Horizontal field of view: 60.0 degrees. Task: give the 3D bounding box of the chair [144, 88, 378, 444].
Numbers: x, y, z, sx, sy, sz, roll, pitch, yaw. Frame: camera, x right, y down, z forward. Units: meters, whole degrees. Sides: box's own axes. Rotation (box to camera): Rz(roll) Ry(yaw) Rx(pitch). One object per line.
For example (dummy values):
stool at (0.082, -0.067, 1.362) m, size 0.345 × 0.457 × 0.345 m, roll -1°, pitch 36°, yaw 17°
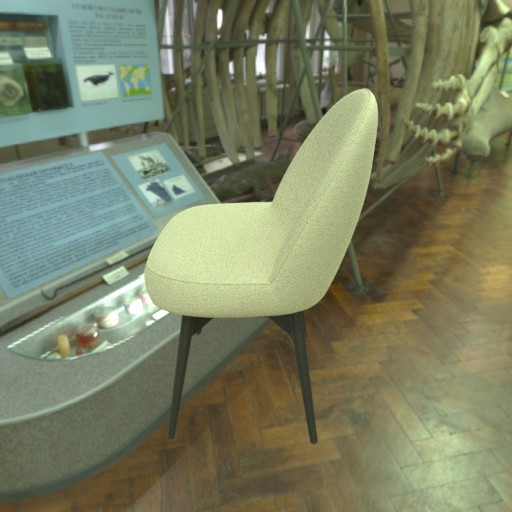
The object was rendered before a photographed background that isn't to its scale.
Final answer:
chair at (0.000, 0.000, 1.181) m, size 0.540 × 0.838 × 0.532 m, roll 1°, pitch 26°, yaw 2°
